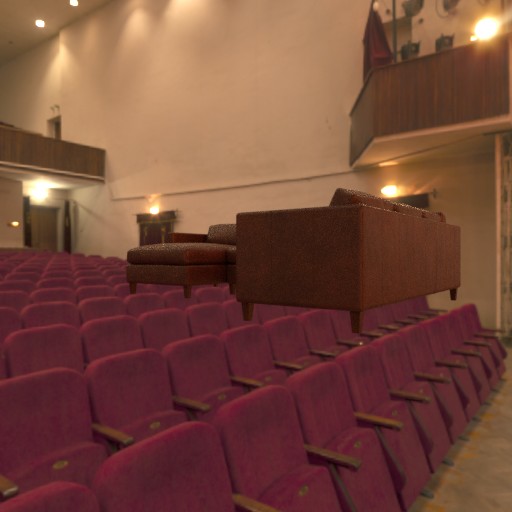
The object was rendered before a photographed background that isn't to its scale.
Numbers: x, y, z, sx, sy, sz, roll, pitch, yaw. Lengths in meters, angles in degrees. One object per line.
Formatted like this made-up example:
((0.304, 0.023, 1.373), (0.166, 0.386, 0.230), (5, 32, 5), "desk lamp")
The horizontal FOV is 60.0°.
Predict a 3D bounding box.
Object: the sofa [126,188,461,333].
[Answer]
((0.000, 0.000, 4.474), (3.324, 0.891, 2.452), (0, 0, 37), "sofa")
